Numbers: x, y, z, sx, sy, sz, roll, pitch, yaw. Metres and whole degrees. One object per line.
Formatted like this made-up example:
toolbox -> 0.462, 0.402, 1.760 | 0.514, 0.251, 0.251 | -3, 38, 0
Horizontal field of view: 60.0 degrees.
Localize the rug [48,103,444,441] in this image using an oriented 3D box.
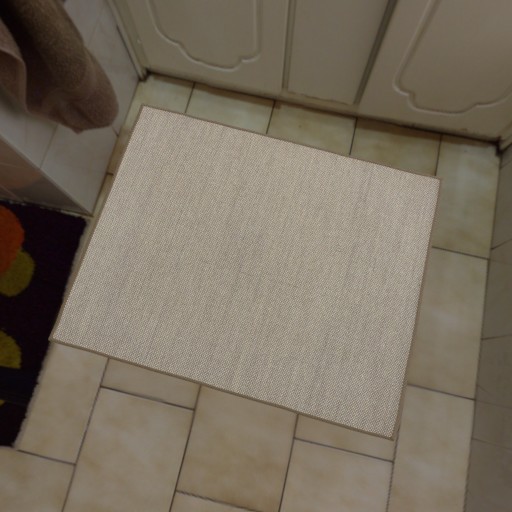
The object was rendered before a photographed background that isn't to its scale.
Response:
rug -> 0.000, 0.000, 3.993 | 3.041, 0.020, 2.413 | 15, 76, 4
